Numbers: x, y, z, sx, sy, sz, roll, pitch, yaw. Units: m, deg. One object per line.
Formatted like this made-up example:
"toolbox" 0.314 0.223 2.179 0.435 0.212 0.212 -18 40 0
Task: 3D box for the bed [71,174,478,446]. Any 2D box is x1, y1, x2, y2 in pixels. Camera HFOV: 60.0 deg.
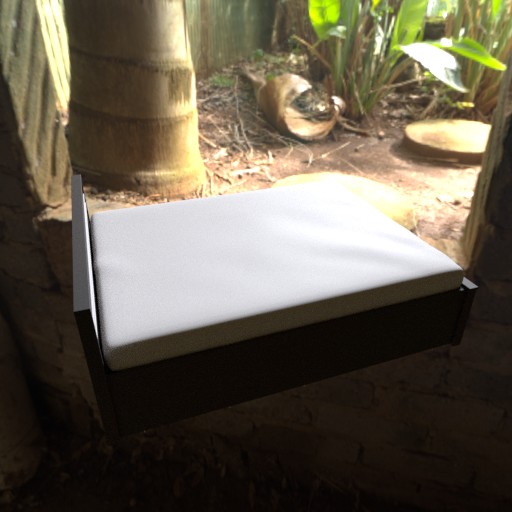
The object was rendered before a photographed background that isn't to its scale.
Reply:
"bed" 0.000 0.000 2.893 2.103 0.808 1.634 -10 32 -17
